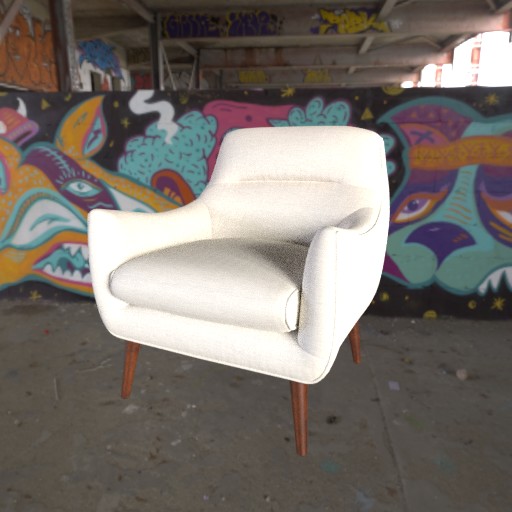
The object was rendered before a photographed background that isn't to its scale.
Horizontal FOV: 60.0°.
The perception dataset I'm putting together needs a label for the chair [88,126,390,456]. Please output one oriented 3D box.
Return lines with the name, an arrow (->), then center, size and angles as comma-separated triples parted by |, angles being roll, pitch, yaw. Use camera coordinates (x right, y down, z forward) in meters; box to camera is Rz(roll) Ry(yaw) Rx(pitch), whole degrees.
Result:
chair -> 0.000, 0.000, 1.443 | 0.762, 0.838, 0.787 | 7, 15, 26
